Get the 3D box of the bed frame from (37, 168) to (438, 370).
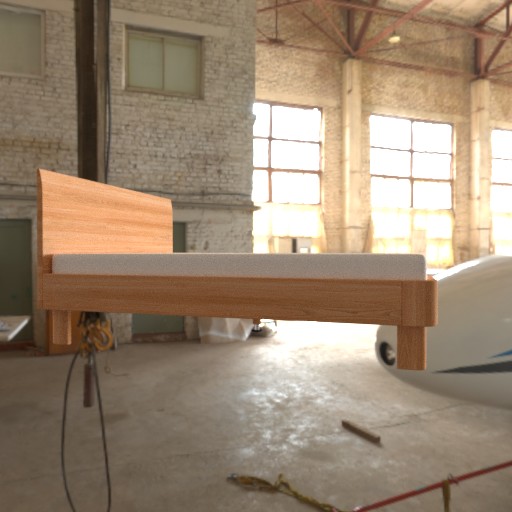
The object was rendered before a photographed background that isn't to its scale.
[{"bbox_3d":[0.000,0.000,2.776,1.992,0.940,1.472,0,1,17],"label":"bed frame"}]
